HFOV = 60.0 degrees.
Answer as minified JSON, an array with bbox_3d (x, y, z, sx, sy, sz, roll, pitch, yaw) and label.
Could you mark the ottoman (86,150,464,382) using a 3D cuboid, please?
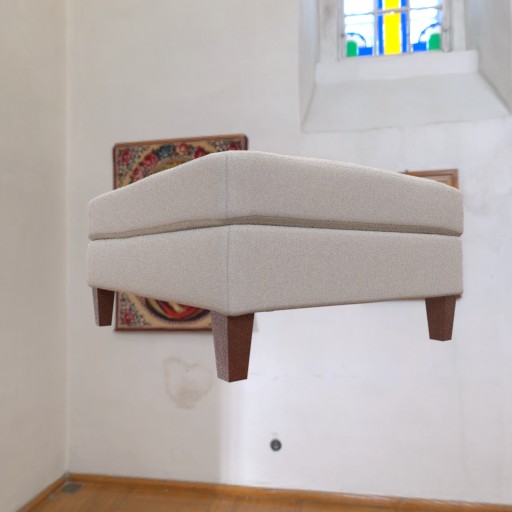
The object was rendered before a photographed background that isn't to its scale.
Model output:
[{"bbox_3d":[0.000,0.000,1.439,0.836,0.492,0.976,0,0,-36],"label":"ottoman"}]
